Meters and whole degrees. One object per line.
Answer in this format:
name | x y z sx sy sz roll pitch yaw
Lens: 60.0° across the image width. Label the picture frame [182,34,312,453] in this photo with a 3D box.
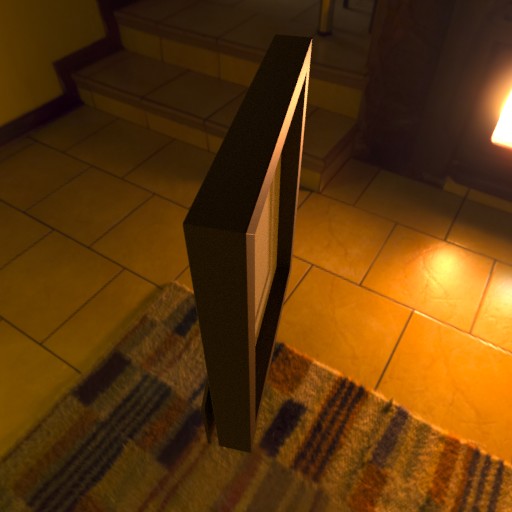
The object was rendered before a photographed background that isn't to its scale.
picture frame | 0.000 0.000 0.388 0.042 0.284 0.232 9 48 8
